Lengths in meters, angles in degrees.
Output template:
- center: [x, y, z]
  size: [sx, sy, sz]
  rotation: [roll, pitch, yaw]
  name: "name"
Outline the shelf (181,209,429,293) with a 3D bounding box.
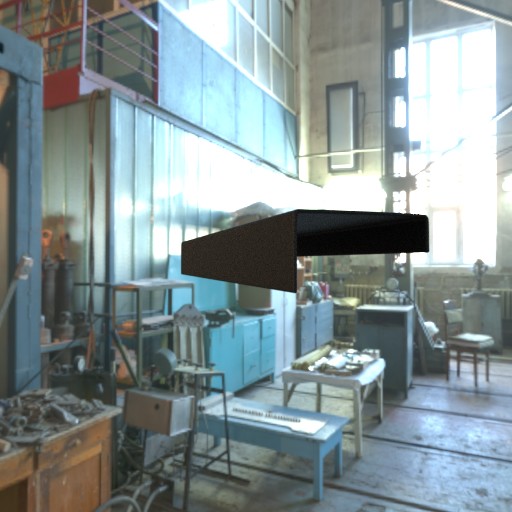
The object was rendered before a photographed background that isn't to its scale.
- center: [0.000, 0.000, 0.504]
  size: [0.102, 0.053, 0.456]
  rotation: [0, -1, -18]
  name: "shelf"
